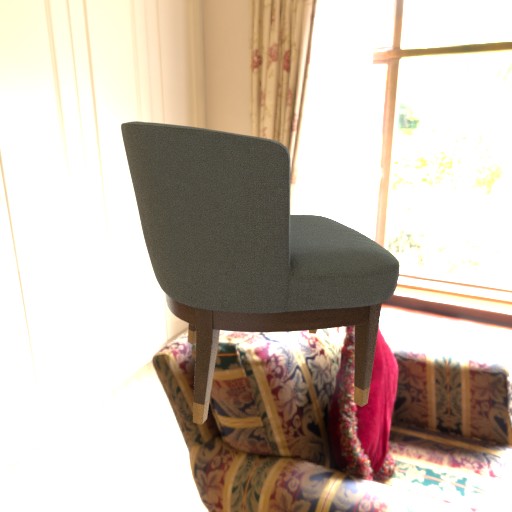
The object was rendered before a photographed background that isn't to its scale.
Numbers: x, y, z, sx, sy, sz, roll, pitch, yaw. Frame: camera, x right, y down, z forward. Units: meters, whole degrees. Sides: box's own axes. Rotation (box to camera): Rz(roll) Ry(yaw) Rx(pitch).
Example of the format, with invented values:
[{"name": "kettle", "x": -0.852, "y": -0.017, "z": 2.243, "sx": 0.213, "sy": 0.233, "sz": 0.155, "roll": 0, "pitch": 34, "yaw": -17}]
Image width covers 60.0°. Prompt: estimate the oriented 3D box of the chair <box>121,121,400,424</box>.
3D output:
[{"name": "chair", "x": 0.000, "y": 0.000, "z": 1.307, "sx": 0.702, "sy": 0.760, "sz": 0.661, "roll": -3, "pitch": 17, "yaw": -10}]
